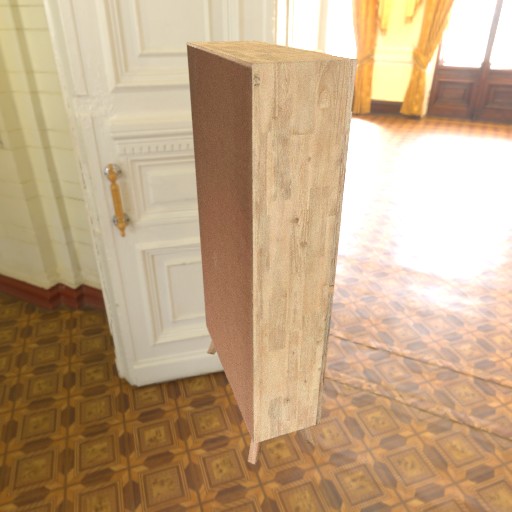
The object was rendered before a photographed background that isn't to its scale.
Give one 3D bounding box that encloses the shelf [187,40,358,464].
[{"bbox_3d":[0.000,0.000,1.733,0.308,1.471,0.748,-10,31,-17],"label":"shelf"}]
